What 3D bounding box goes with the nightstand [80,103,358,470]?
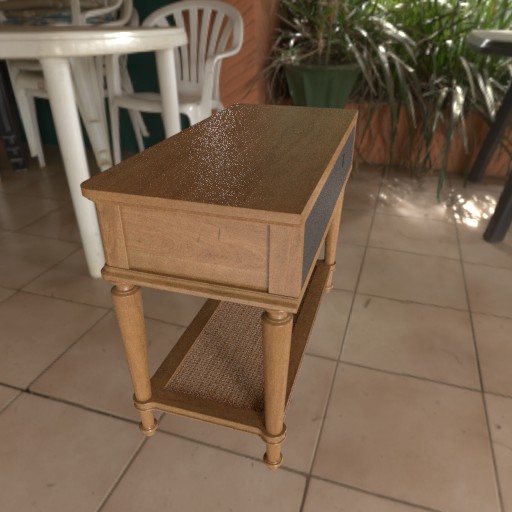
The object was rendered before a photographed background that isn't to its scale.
[{"bbox_3d":[0.000,0.000,1.316,0.432,0.700,0.914,8,30,15],"label":"nightstand"}]
